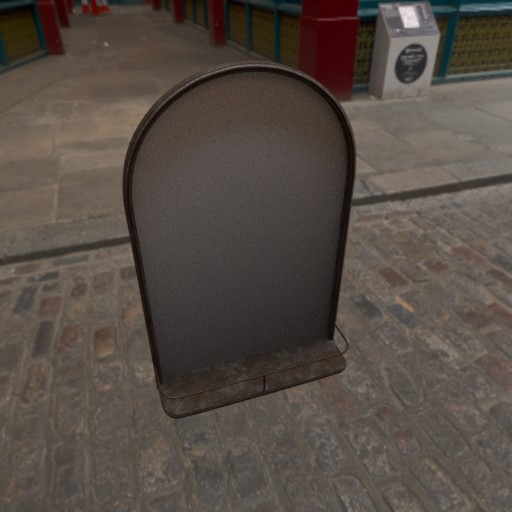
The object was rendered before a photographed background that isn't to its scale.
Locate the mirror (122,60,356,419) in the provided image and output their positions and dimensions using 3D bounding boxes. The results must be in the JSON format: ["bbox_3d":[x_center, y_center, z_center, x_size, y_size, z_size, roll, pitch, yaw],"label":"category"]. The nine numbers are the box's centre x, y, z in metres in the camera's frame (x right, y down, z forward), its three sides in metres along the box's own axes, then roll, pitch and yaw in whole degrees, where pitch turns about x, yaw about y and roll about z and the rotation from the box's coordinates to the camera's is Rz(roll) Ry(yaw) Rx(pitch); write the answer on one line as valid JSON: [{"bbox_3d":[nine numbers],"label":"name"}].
[{"bbox_3d":[0.000,0.000,0.967,0.510,0.770,0.137,-11,35,-16],"label":"mirror"}]
